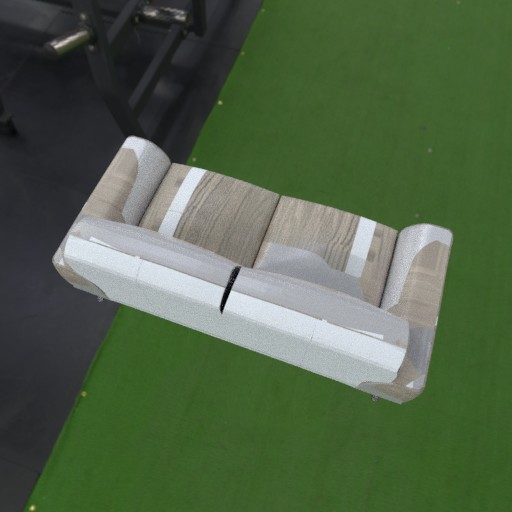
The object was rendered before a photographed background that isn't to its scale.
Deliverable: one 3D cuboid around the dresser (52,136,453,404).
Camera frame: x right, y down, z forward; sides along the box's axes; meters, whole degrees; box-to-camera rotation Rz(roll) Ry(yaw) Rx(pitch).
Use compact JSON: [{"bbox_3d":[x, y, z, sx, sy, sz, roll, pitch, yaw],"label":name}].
[{"bbox_3d":[0.000,0.000,5.845,4.679,1.863,2.251,18,66,8],"label":"dresser"}]
